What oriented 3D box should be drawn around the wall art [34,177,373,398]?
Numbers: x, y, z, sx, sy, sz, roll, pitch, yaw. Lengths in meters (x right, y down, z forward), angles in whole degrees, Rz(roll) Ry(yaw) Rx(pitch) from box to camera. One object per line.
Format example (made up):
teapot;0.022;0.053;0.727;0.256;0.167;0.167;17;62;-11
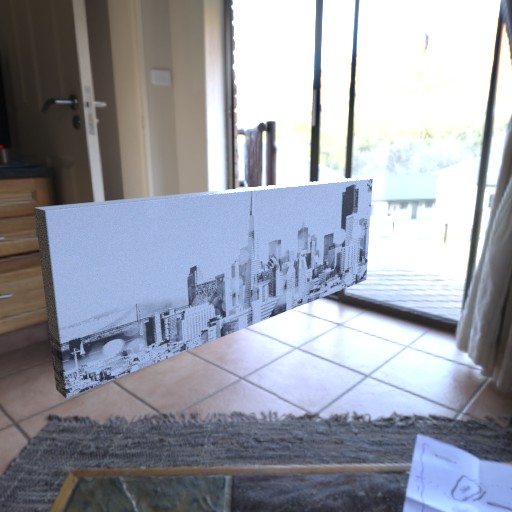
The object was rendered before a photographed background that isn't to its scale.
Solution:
wall art;0.000;0.000;0.845;0.036;0.256;0.766;13;19;43
